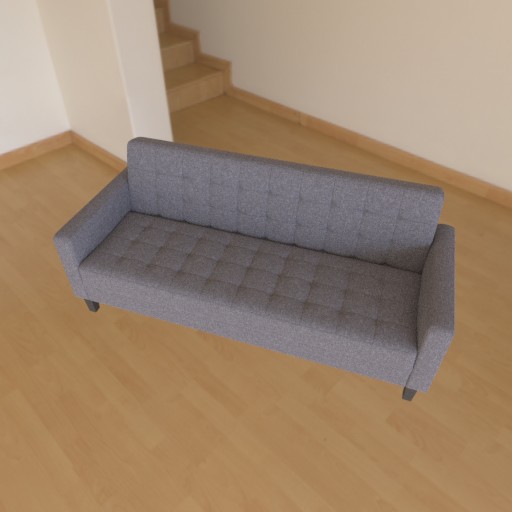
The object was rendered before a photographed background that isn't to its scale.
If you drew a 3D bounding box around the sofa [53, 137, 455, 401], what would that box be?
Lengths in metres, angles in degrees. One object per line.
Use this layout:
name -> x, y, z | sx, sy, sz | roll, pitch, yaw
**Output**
sofa -> 0.000, 0.000, 2.479 | 2.040, 0.850, 0.810 | 13, 43, 14
